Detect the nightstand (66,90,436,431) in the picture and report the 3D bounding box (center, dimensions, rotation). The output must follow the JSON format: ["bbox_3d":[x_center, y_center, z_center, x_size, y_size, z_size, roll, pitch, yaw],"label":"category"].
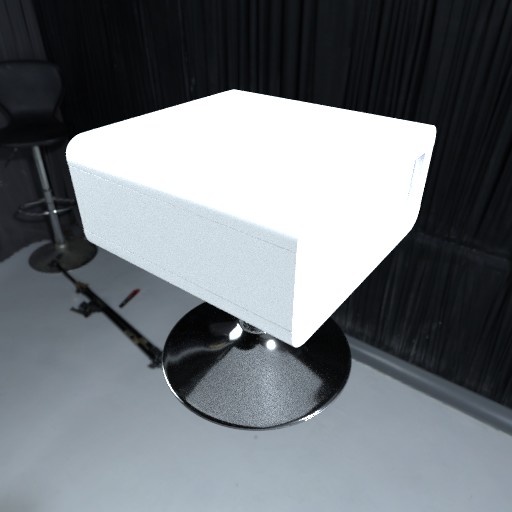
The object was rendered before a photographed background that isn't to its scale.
[{"bbox_3d":[0.000,0.000,0.772,0.404,0.447,0.399,22,39,30],"label":"nightstand"}]
